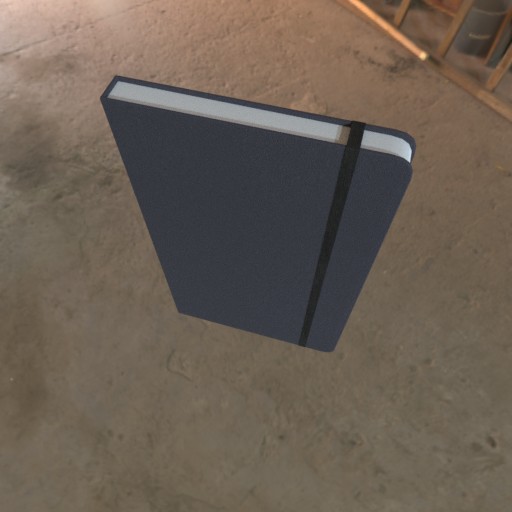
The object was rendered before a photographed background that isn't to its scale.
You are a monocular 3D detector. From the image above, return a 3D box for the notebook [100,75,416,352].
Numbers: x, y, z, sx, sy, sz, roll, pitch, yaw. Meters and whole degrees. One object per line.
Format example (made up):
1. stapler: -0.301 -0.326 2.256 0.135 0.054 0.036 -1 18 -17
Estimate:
1. notebook: 0.000 0.000 0.264 0.127 0.213 0.016 14 60 8
